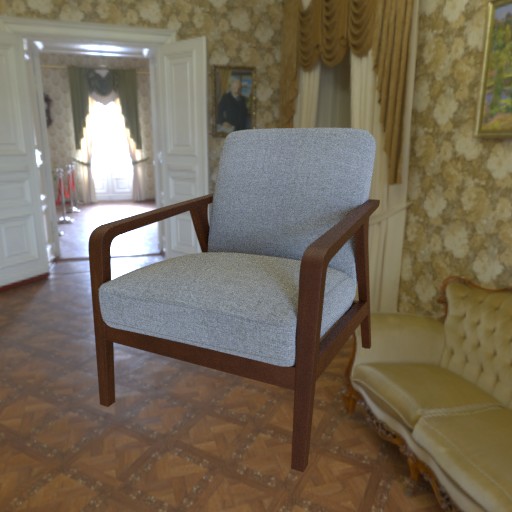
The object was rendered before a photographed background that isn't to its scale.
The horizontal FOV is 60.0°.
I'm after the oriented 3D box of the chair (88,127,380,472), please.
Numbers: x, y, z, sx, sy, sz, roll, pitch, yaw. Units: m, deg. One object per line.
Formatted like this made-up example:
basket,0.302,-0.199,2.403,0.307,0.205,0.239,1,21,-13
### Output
chair,0.000,0.000,1.489,0.704,0.847,0.858,7,15,25
